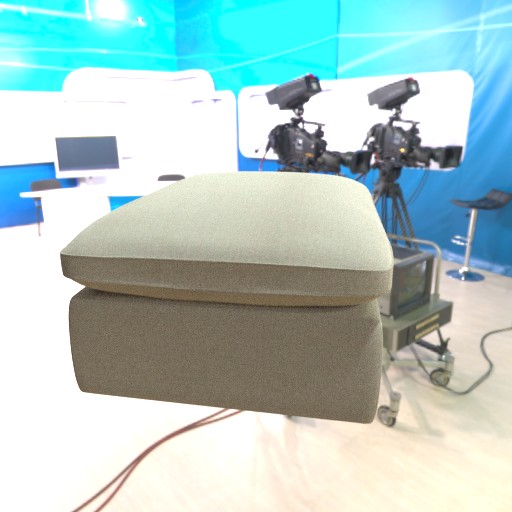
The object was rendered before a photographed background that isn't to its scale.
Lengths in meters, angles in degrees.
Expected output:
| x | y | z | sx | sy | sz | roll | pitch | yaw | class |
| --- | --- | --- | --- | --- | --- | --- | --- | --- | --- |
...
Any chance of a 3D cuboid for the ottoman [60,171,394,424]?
| x | y | z | sx | sy | sz | roll | pitch | yaw | class |
| --- | --- | --- | --- | --- | --- | --- | --- | --- | --- |
| 0.000 | 0.000 | 1.322 | 0.686 | 0.453 | 0.984 | 3 | 18 | 9 | ottoman |
